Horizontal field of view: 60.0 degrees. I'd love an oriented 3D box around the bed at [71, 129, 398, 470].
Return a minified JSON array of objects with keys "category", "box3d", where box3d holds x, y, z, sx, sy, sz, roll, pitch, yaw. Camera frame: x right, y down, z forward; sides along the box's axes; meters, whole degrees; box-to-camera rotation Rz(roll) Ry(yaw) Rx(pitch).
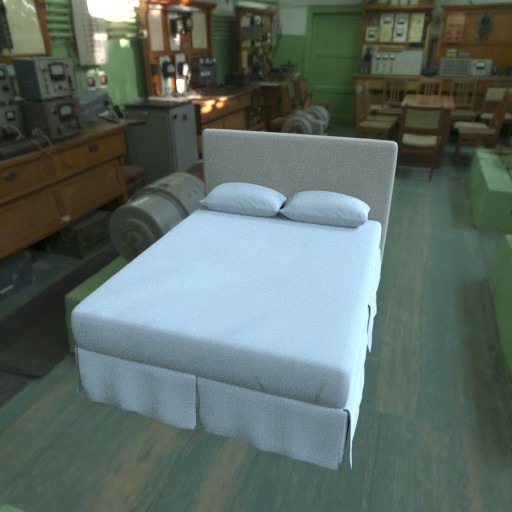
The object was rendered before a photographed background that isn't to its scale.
[{"category":"bed","box3d":[0.000,0.000,3.170,1.748,1.330,2.142,9,28,16]}]
